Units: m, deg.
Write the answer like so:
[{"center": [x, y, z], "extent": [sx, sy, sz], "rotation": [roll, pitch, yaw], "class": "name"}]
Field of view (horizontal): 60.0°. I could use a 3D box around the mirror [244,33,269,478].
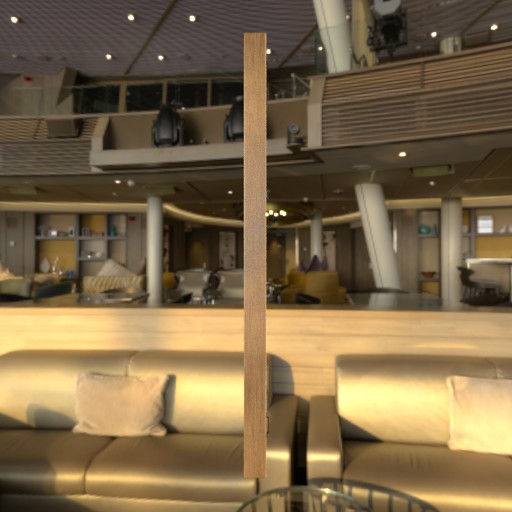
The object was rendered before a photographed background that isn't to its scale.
[{"center": [0.000, 0.000, 0.960], "extent": [0.040, 0.710, 0.507], "rotation": [0, -1, 0], "class": "mirror"}]
